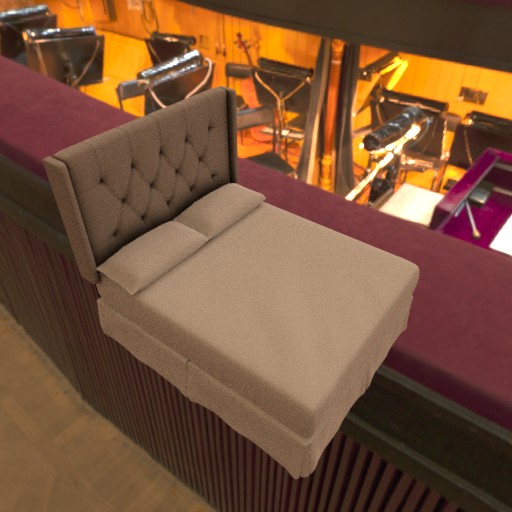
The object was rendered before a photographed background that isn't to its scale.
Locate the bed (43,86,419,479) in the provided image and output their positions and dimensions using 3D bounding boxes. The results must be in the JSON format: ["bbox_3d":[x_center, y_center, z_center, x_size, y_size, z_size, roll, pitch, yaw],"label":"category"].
[{"bbox_3d":[0.000,0.000,3.287,2.066,1.665,1.719,26,46,28],"label":"bed"}]
